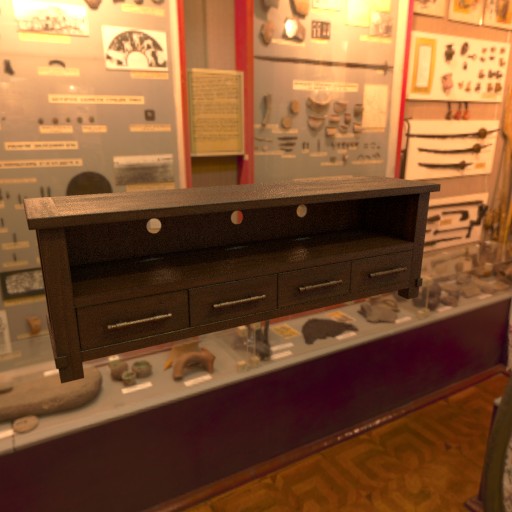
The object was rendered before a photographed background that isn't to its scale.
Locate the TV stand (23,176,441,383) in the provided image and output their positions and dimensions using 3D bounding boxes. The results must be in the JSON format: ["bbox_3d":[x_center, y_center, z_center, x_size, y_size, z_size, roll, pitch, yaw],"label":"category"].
[{"bbox_3d":[0.000,0.000,2.084,1.866,0.615,0.471,-9,18,-27],"label":"TV stand"}]
